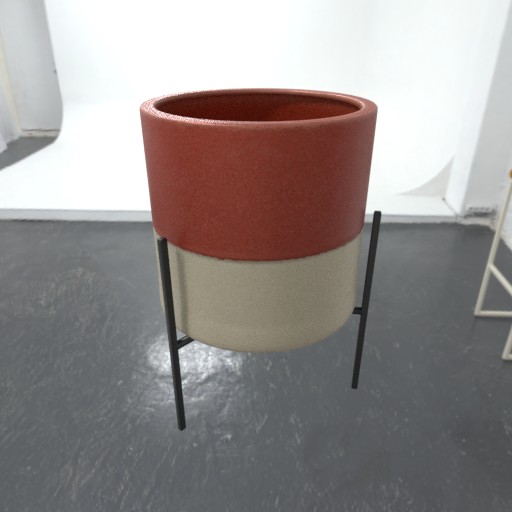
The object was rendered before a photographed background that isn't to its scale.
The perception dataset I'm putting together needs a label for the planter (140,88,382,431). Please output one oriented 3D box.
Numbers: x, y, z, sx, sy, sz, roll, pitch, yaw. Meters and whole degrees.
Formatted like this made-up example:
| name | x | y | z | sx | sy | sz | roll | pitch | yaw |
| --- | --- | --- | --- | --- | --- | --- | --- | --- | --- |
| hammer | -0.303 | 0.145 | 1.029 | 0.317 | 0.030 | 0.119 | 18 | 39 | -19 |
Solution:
| name | x | y | z | sx | sy | sz | roll | pitch | yaw |
| --- | --- | --- | --- | --- | --- | --- | --- | --- | --- |
| planter | 0.000 | 0.000 | 0.530 | 0.235 | 0.354 | 0.251 | -8 | 28 | -16 |
